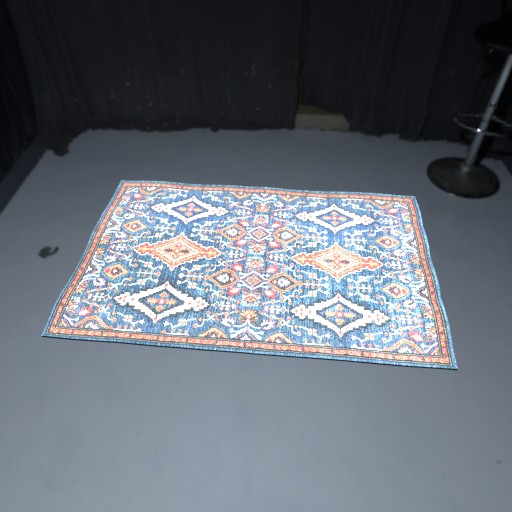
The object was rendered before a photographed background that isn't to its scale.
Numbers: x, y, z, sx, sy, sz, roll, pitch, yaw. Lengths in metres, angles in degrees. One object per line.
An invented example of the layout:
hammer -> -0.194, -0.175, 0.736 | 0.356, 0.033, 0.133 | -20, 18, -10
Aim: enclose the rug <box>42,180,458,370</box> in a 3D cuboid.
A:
rug -> 0.000, 0.000, 2.346 | 1.847, 0.014, 1.195 | 4, 46, 4
